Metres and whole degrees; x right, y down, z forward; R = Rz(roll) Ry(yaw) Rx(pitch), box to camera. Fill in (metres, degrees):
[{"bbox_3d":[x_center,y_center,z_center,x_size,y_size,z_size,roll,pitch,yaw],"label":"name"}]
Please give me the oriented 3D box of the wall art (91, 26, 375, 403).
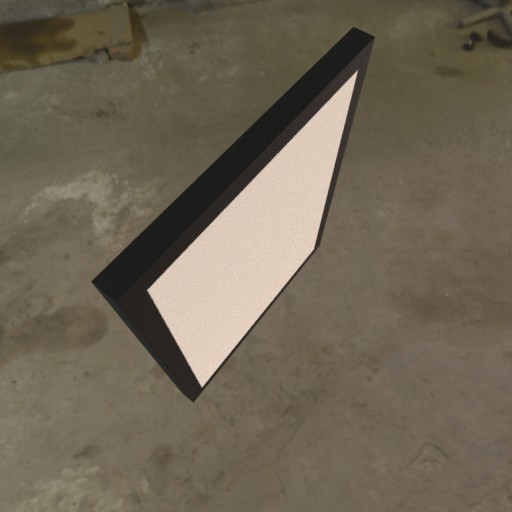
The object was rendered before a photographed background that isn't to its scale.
[{"bbox_3d":[0.000,0.000,0.531,0.024,0.404,0.329,35,68,16],"label":"wall art"}]
